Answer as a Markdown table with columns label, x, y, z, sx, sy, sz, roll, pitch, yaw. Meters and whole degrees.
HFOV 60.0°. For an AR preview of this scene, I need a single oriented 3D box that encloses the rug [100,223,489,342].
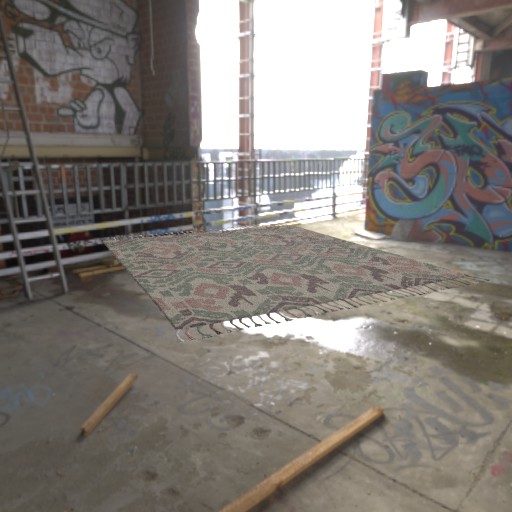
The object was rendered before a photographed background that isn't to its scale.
| label | x | y | z | sx | sy | sz | roll | pitch | yaw |
| --- | --- | --- | --- | --- | --- | --- | --- | --- | --- |
| rug | 0.000 | 0.000 | 4.112 | 2.438 | 0.010 | 3.048 | -7 | 15 | -26 |
